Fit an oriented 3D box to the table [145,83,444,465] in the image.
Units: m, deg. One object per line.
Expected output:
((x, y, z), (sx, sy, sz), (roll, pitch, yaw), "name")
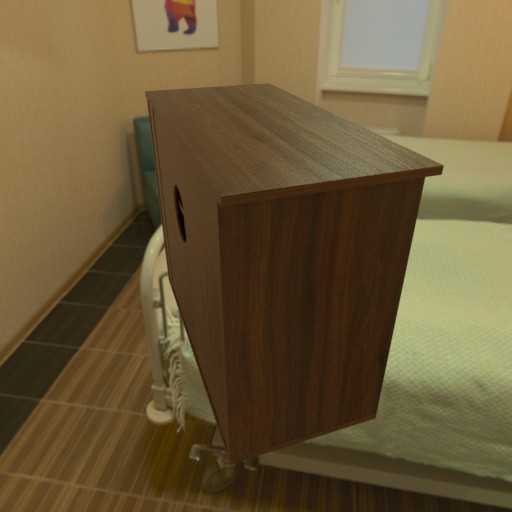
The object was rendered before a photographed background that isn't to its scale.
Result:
((0.000, 0.000, 1.186), (0.390, 0.725, 0.802), (-10, 32, -17), "table")
